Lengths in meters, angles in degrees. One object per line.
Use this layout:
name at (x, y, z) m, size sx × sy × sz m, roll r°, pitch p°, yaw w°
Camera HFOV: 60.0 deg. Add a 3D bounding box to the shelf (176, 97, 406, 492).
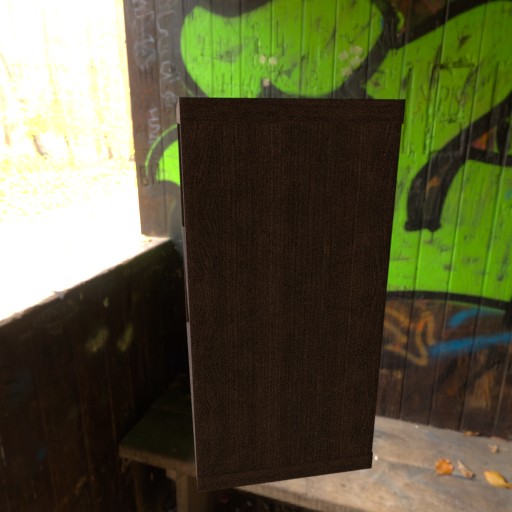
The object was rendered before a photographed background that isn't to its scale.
shelf at (0.000, 0.000, 1.225) m, size 0.390 × 0.786 × 0.790 m, roll -3°, pitch 17°, yaw -10°
